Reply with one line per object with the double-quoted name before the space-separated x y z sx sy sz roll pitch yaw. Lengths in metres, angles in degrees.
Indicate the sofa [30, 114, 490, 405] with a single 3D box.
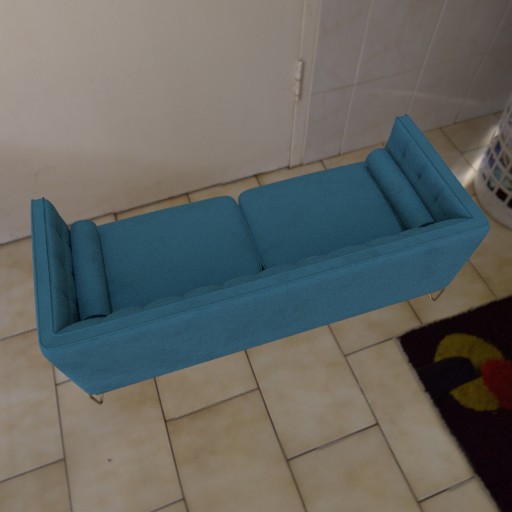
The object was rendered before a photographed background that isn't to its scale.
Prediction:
"sofa" 0.000 0.000 2.432 2.087 0.789 0.867 -15 58 -10
